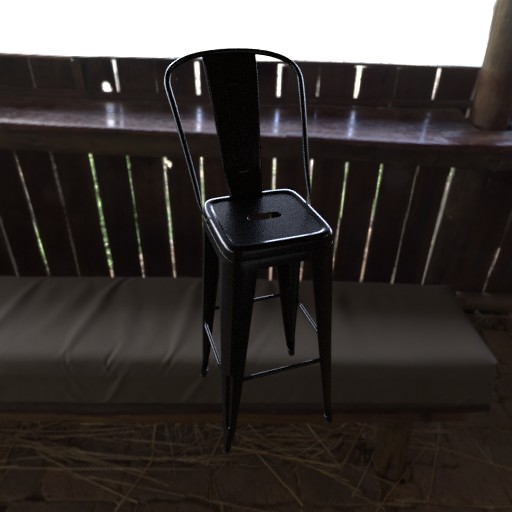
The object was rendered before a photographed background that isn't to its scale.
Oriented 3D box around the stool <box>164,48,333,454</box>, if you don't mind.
[{"bbox_3d":[0.000,0.000,1.348,0.399,1.096,0.513,-10,33,-15],"label":"stool"}]
